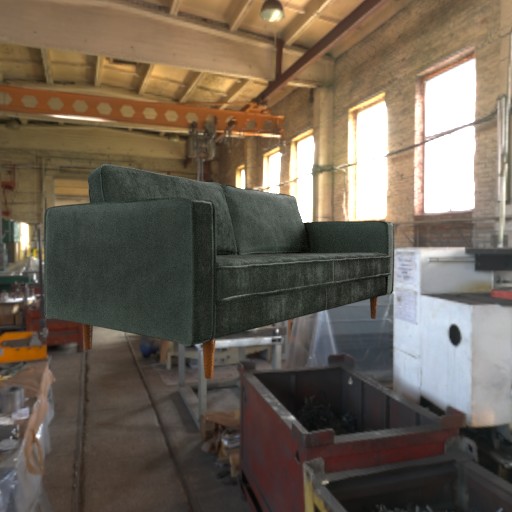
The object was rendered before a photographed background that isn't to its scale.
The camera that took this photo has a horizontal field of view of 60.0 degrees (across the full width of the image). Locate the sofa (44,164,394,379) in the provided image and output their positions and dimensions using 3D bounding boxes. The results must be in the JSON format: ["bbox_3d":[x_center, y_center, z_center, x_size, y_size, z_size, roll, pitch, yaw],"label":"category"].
[{"bbox_3d":[0.000,0.000,2.288,0.886,0.781,1.816,1,2,36],"label":"sofa"}]
